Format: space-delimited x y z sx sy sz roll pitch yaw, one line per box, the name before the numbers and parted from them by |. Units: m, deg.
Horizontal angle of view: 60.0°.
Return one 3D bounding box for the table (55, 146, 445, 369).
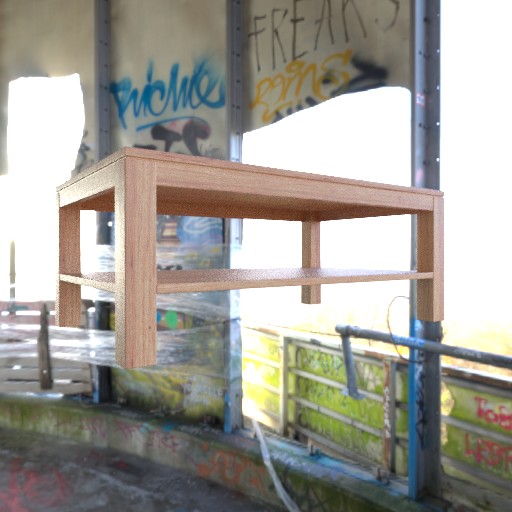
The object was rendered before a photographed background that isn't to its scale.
table | 0.000 0.000 1.520 1.146 0.457 0.695 0 1 -35
